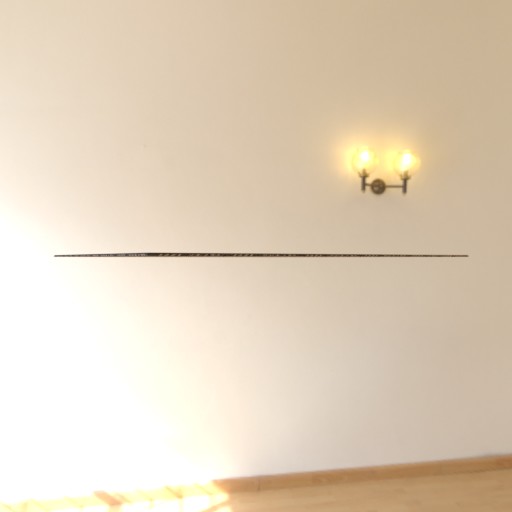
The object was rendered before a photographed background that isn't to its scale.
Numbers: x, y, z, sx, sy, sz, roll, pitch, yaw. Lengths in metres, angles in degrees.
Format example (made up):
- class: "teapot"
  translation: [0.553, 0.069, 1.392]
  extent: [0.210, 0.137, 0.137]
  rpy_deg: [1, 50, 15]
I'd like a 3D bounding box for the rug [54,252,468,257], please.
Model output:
- class: "rug"
  translation: [0.000, 0.000, 3.927]
  extent: [2.902, 0.017, 2.306]
  rpy_deg: [0, 0, -35]
